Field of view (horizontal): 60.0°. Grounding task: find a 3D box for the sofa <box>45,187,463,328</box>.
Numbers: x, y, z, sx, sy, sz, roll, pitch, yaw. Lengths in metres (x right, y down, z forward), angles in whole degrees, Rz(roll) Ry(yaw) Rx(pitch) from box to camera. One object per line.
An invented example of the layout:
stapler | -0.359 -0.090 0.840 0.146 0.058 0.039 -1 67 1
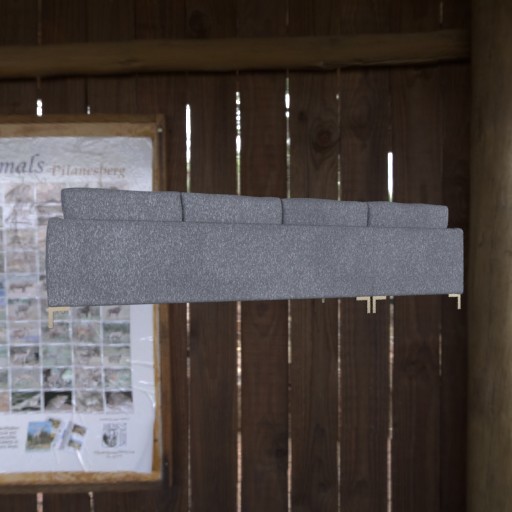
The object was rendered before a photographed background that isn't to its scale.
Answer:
sofa | 0.000 0.000 3.522 2.932 0.810 1.350 0 0 -19
